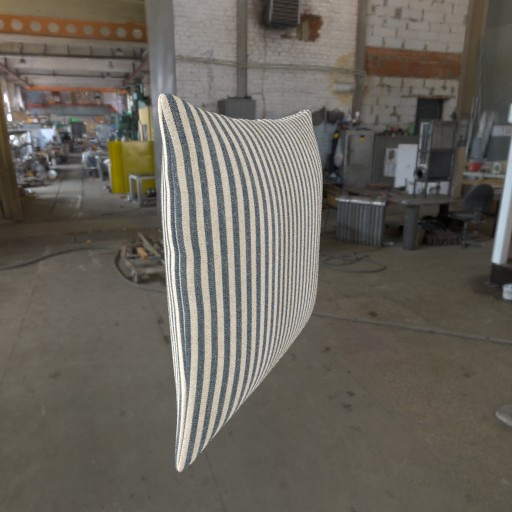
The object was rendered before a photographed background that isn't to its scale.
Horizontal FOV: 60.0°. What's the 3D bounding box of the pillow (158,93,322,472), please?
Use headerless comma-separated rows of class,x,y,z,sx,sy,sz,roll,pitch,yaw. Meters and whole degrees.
pillow,0.000,0.000,0.786,0.166,0.510,0.523,7,18,24
